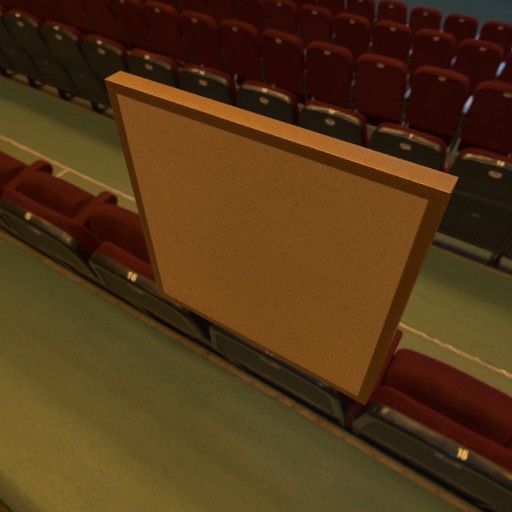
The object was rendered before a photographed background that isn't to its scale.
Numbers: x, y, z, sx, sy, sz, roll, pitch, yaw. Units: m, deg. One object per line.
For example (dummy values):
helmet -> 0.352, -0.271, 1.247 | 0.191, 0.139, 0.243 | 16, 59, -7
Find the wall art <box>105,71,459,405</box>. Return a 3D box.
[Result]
wall art -> 0.000, 0.000, 0.760 | 0.510, 0.509, 0.033 | 24, 51, 21
